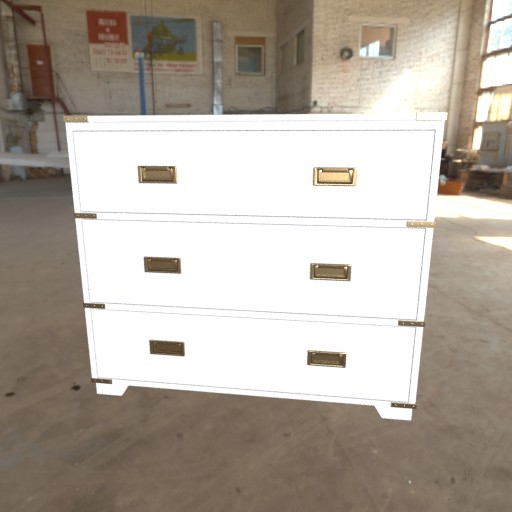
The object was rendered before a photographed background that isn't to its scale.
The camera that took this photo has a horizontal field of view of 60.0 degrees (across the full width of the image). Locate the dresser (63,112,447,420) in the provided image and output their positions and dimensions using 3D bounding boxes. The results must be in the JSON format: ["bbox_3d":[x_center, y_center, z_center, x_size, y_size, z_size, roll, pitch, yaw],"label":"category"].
[{"bbox_3d":[0.000,0.000,1.497,1.022,0.891,0.460,2,15,8],"label":"dresser"}]
